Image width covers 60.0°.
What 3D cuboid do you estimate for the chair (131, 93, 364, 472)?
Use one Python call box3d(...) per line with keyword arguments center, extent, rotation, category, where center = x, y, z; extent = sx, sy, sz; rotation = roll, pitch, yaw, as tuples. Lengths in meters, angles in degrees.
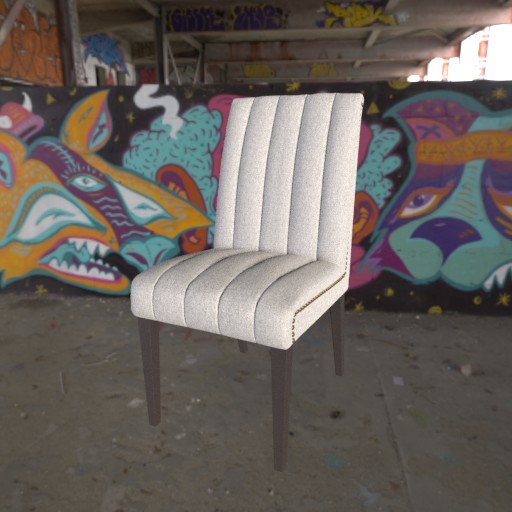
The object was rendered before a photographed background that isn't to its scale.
box3d(center=(0.000, 0.000, 1.403), extent=(0.511, 1.016, 0.647), rotation=(7, 16, 26), category="chair")
